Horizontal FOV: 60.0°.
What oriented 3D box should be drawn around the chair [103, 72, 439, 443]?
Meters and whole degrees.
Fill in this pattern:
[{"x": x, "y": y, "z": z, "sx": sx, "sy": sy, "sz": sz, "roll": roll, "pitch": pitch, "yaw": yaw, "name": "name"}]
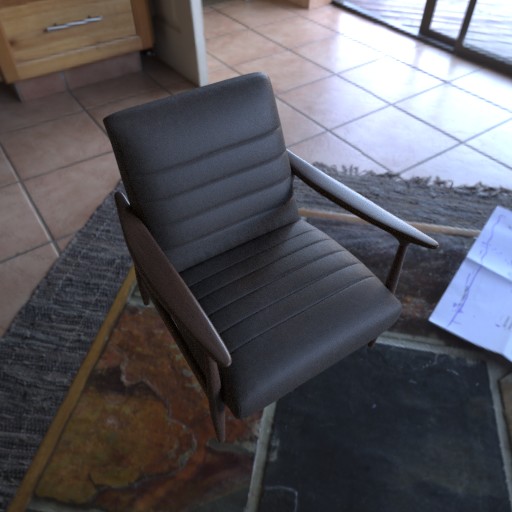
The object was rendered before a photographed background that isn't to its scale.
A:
[{"x": 0.000, "y": 0.000, "z": 1.439, "sx": 0.741, "sy": 0.831, "sz": 0.798, "roll": -25, "pitch": 51, "yaw": -23, "name": "chair"}]
